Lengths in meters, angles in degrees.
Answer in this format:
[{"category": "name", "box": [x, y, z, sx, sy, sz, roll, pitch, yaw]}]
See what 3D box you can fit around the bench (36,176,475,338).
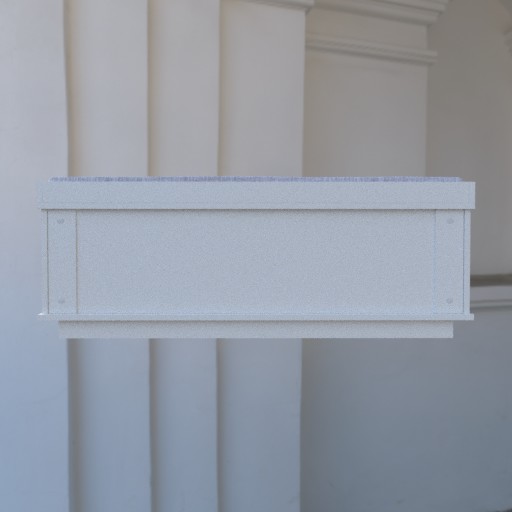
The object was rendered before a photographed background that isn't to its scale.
[{"category": "bench", "box": [0.000, 0.000, 1.393, 1.196, 0.453, 0.363, 0, 1, 0]}]
